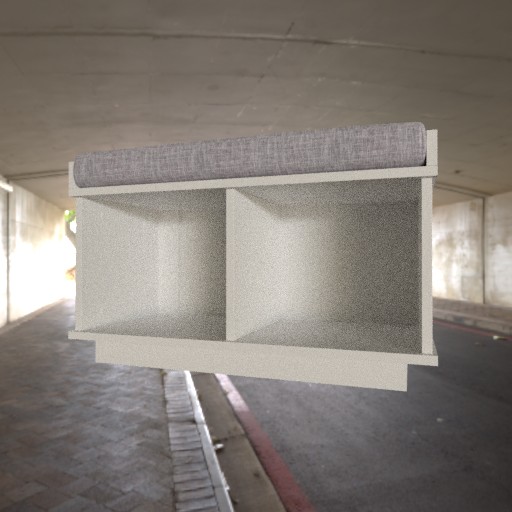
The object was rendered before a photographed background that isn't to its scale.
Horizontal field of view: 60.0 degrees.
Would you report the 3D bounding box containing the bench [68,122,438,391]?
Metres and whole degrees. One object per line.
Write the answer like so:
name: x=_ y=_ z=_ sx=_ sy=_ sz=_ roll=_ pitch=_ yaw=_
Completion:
bench: x=0.000 y=0.000 z=0.991 sx=0.734 sy=0.461 sz=0.362 roll=0 pitch=0 yaw=19
